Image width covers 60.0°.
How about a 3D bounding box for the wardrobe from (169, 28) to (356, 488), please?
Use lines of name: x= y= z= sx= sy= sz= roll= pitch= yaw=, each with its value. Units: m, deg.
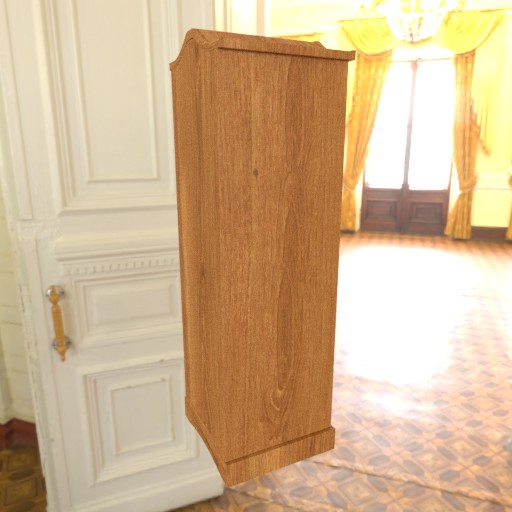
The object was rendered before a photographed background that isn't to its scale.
wardrobe: x=0.000 y=0.000 z=2.059 sx=0.570 sy=1.870 sz=0.590 roll=-7 pitch=16 yaw=-26
